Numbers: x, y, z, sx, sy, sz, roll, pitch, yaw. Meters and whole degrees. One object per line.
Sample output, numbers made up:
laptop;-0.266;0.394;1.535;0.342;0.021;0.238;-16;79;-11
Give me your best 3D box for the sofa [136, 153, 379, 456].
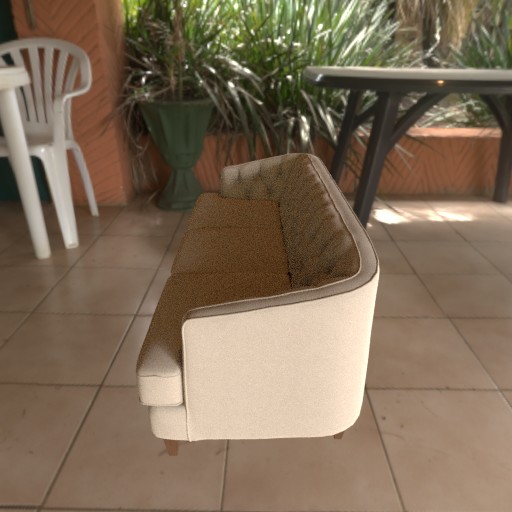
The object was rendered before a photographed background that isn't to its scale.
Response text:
sofa;0.000;0.000;2.651;0.941;0.855;2.278;0;25;0
